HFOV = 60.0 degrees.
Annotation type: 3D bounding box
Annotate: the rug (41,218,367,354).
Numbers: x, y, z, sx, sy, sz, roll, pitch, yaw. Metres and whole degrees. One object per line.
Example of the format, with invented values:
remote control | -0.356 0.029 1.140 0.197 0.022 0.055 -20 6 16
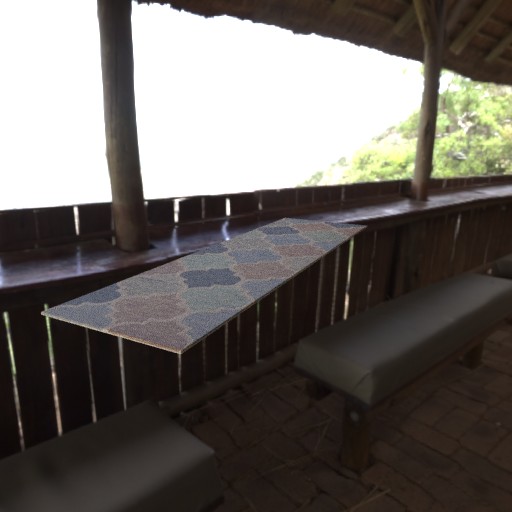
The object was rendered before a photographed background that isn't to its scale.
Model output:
rug | 0.000 0.000 2.552 0.687 0.011 2.287 8 17 27
